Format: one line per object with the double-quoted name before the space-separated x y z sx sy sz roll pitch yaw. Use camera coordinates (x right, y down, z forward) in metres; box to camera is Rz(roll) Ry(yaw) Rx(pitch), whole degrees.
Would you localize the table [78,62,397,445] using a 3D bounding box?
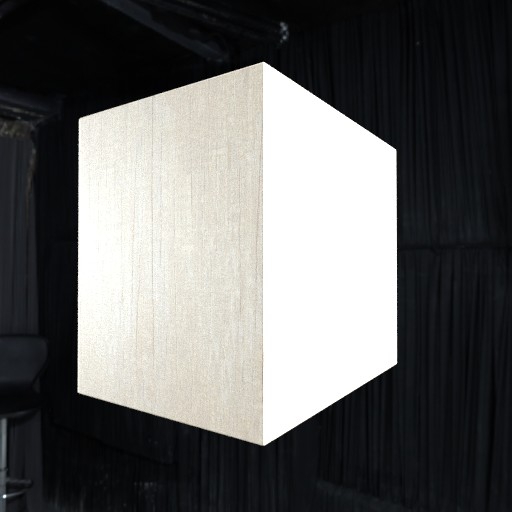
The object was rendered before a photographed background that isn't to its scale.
"table" 0.000 0.000 0.940 0.420 0.510 0.570 0 -1 35
